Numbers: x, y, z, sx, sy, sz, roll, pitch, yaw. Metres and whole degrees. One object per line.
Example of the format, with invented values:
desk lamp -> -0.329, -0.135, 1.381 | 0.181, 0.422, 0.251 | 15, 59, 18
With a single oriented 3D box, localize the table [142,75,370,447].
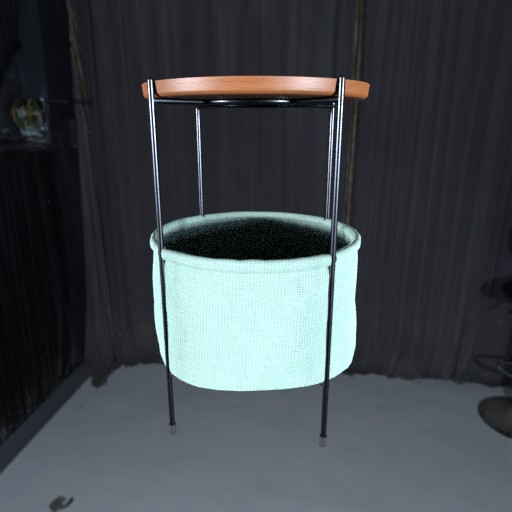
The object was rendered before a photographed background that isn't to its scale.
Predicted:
table -> 0.000, 0.000, 0.861 | 0.400, 0.623, 0.400 | 2, 17, 7
